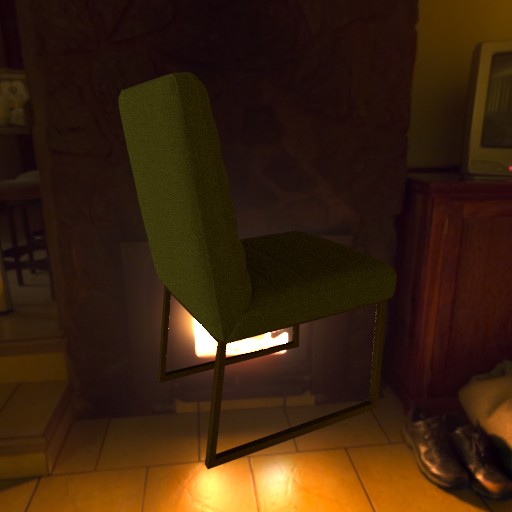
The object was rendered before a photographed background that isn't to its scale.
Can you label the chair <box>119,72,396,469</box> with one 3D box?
[{"bbox_3d":[0.000,0.000,1.292,0.634,0.930,0.520,-8,18,-26],"label":"chair"}]
